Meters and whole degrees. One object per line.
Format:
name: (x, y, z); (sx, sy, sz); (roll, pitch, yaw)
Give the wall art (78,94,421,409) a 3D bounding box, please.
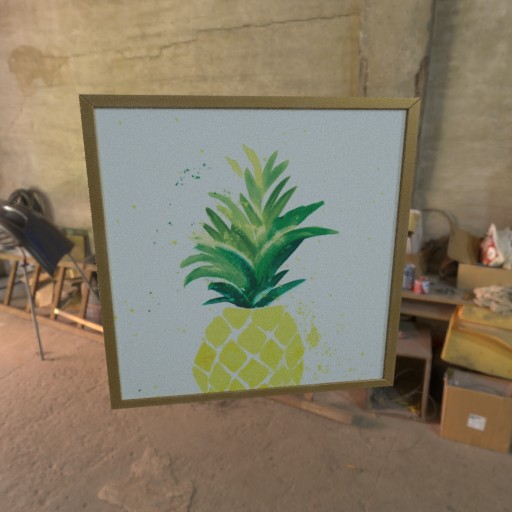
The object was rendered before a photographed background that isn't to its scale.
wall art: (0.000, 0.000, 0.452); (0.306, 0.305, 0.038); (-2, 16, -8)
